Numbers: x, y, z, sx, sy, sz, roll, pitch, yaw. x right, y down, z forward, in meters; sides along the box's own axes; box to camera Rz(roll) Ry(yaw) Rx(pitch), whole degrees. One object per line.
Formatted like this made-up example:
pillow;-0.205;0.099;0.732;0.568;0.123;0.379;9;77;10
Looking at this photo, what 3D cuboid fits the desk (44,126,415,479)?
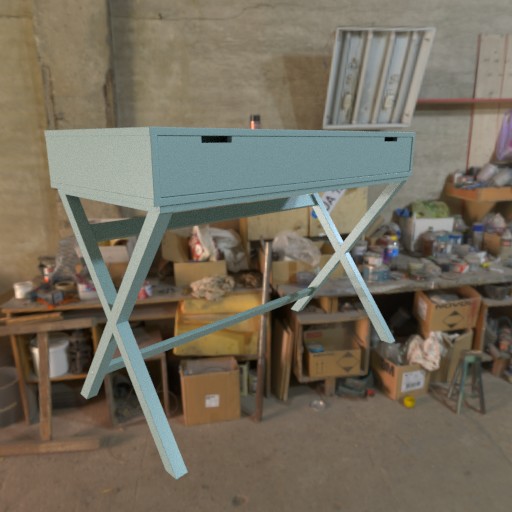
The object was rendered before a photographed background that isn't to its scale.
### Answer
desk;0.000;0.000;1.444;1.059;0.780;0.509;-14;20;-43
